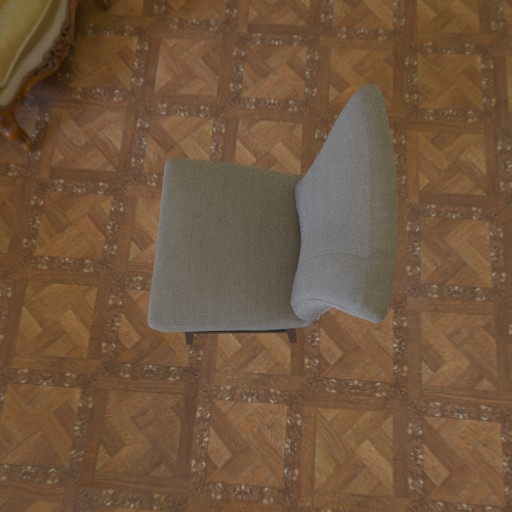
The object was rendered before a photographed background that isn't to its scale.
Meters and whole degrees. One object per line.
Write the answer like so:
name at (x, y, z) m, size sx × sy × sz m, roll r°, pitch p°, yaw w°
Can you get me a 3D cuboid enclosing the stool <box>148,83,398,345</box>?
stool at (0.000, 0.000, 1.393) m, size 0.574 × 1.086 × 0.514 m, roll 3°, pitch 75°, yaw 1°
